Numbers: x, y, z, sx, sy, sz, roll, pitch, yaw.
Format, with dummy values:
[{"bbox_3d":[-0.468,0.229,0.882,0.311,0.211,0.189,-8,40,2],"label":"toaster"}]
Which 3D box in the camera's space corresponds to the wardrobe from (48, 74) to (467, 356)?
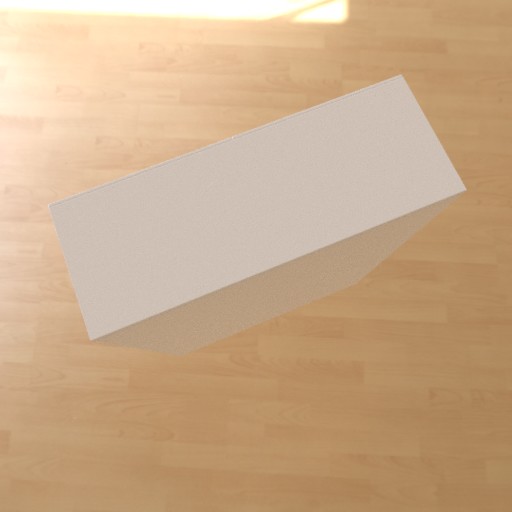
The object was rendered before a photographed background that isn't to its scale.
[{"bbox_3d":[0.000,0.000,1.598,0.900,1.200,0.360,-22,77,-5],"label":"wardrobe"}]
